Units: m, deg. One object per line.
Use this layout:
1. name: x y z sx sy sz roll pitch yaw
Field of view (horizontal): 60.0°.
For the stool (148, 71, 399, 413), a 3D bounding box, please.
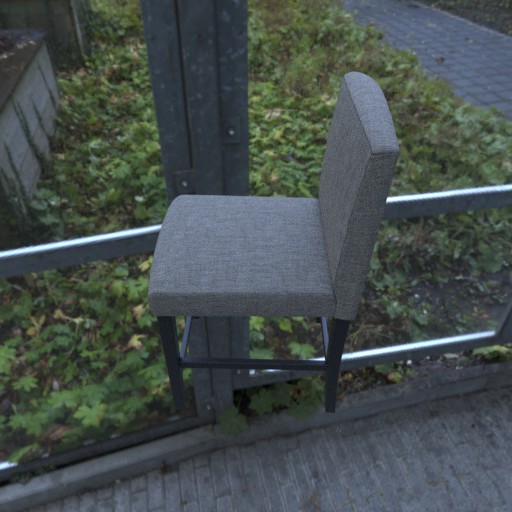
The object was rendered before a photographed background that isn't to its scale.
1. stool: 0.000 0.000 1.278 0.552 0.966 0.451 1 40 1
